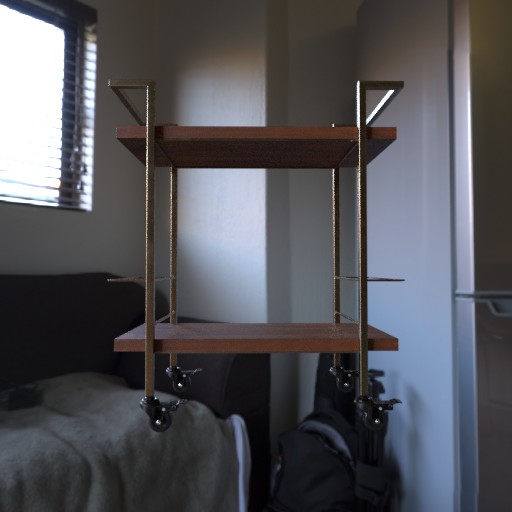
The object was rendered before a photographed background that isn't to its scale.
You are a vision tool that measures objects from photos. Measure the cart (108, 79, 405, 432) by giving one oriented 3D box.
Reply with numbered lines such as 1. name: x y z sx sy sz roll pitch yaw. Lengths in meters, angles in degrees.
1. cart: 0.000 0.000 1.182 0.695 0.807 0.364 0 -2 -1
